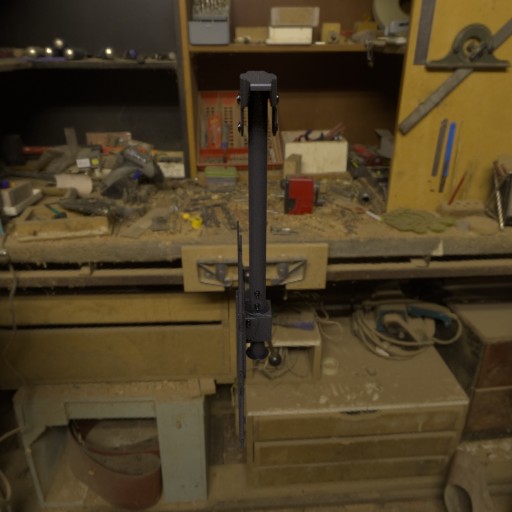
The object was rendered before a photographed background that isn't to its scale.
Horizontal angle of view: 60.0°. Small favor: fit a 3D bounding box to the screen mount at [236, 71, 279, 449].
[{"bbox_3d":[0.000,0.000,1.027,0.090,0.775,0.595,-1,27,-2],"label":"screen mount"}]
